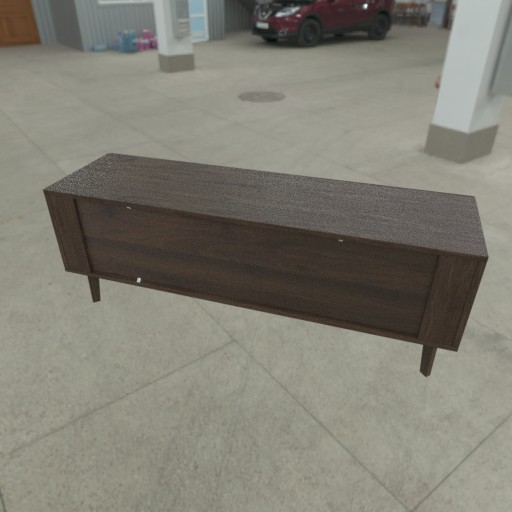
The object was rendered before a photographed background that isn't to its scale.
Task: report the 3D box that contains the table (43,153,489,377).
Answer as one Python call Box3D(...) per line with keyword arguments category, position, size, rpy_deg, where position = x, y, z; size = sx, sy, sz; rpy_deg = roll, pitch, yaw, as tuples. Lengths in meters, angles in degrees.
Box3D(category="table", position=(0.000, 0.000, 1.626), size=(1.397, 0.508, 0.405), rpy_deg=(10, 34, 15))
